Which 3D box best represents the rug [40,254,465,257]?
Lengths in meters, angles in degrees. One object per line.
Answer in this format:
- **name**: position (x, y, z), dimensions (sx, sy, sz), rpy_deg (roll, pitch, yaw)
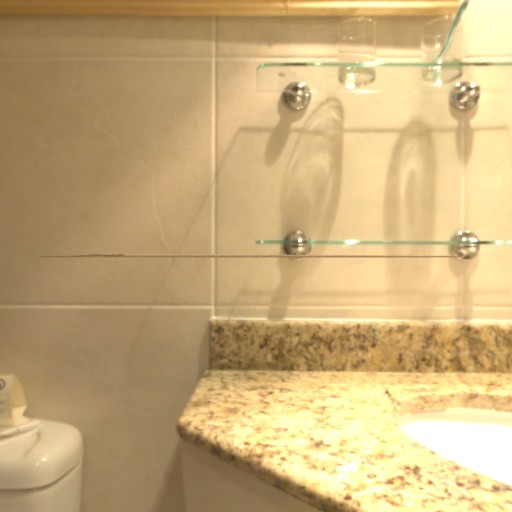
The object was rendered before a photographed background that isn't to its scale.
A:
- **rug**: position (0.000, 0.000, 2.291), dimensions (1.825, 0.015, 1.232), rpy_deg (0, 0, -36)
